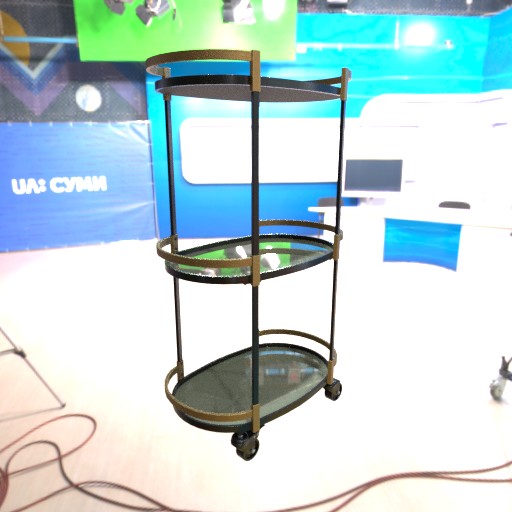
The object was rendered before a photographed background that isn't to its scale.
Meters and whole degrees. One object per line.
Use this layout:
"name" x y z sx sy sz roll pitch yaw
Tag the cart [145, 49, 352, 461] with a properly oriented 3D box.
"cart" 0.000 0.000 1.120 0.311 0.885 0.515 14 20 43
